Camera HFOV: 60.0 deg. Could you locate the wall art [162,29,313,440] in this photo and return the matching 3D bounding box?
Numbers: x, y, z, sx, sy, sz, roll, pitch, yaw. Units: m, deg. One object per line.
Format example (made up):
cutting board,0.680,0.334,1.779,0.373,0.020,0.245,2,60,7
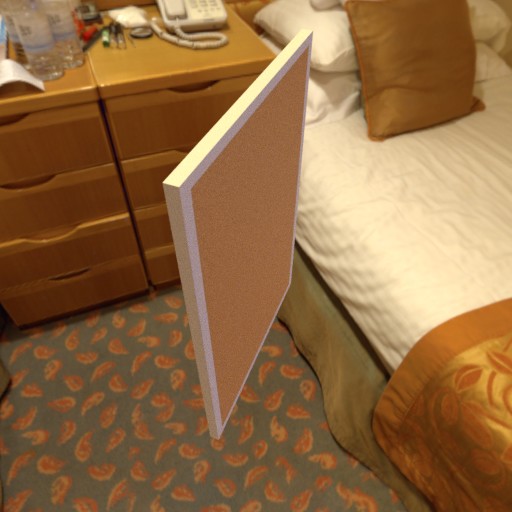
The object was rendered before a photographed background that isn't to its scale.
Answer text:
wall art,0.000,0.000,0.551,0.013,0.433,0.303,16,49,15
